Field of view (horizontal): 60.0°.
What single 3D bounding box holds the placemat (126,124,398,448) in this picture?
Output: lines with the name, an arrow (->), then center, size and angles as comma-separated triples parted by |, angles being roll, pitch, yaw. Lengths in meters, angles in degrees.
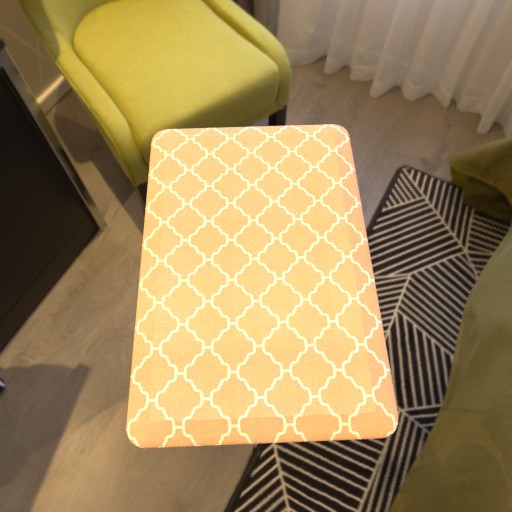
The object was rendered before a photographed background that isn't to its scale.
placemat -> 0.000, 0.000, 0.977 | 0.508, 0.021, 0.762 | -2, 63, -1
